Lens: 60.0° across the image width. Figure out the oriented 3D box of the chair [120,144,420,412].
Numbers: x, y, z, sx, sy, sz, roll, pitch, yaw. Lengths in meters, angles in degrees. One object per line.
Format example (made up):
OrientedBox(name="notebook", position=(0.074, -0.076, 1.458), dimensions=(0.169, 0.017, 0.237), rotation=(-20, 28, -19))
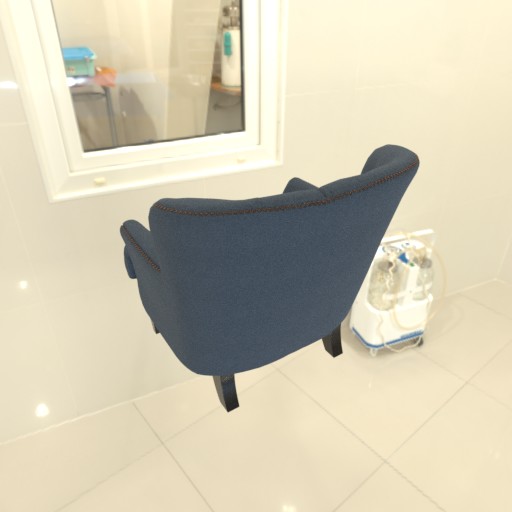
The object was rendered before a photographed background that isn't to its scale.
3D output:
OrientedBox(name="chair", position=(0.000, 0.000, 1.608), dimensions=(0.848, 0.868, 0.906), rotation=(-19, 36, -27))
